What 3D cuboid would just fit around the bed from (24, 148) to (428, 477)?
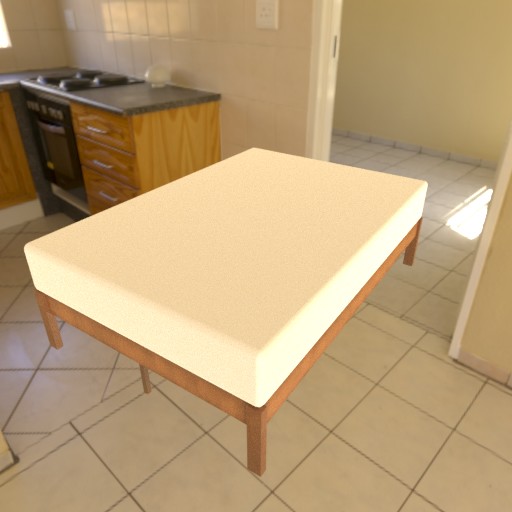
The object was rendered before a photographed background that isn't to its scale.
[{"bbox_3d":[0.000,0.000,2.576,1.348,0.616,1.927,19,35,29],"label":"bed"}]
